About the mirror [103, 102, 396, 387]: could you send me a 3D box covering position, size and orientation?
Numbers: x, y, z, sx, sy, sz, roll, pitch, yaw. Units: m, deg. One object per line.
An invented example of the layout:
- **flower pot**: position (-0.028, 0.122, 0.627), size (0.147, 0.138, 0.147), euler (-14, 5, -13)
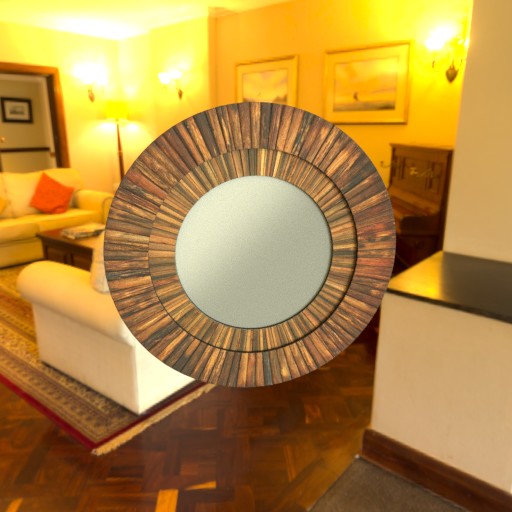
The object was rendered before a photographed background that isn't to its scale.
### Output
- **mirror**: position (0.000, 0.000, 1.640), size (1.077, 1.077, 0.036), euler (-2, 16, -8)
